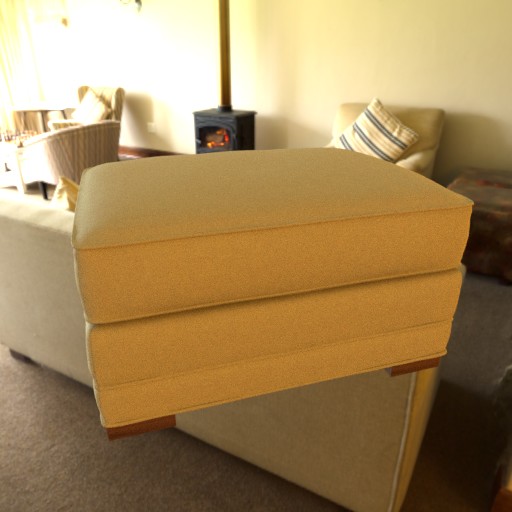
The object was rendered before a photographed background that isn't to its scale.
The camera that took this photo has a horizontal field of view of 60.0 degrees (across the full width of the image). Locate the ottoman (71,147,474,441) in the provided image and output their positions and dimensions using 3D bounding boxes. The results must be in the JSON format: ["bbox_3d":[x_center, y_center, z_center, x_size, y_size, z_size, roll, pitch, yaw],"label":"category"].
[{"bbox_3d":[0.000,0.000,1.167,0.848,0.482,0.611,-7,26,-16],"label":"ottoman"}]
